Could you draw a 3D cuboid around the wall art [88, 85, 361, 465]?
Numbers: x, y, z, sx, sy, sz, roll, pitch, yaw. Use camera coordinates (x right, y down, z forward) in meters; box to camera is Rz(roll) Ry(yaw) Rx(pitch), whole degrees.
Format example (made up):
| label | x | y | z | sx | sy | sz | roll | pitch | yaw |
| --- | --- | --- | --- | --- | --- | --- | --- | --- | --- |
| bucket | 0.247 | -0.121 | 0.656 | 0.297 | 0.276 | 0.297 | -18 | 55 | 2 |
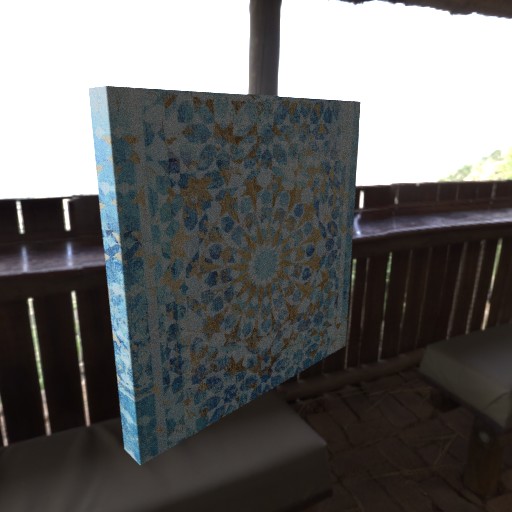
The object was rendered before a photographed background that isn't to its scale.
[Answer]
| label | x | y | z | sx | sy | sz | roll | pitch | yaw |
| --- | --- | --- | --- | --- | --- | --- | --- | --- | --- |
| wall art | 0.000 | 0.000 | 0.595 | 0.405 | 0.405 | 0.037 | -16 | 23 | -42 |
